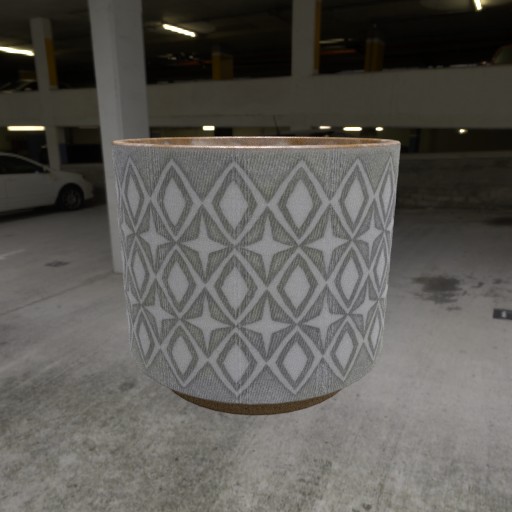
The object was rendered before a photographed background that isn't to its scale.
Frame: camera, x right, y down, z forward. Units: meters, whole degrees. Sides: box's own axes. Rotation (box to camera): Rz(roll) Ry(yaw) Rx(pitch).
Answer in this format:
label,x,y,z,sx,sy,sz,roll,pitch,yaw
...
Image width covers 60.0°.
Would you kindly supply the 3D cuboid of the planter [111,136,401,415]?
label,x,y,z,sx,sy,sz,roll,pitch,yaw
planter,0.000,0.000,0.440,0.255,0.223,0.255,0,16,0
